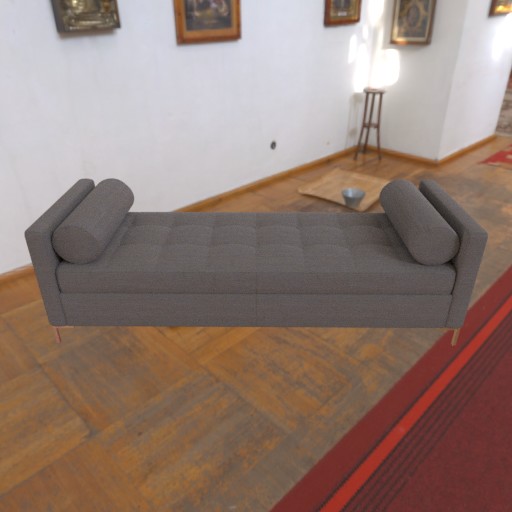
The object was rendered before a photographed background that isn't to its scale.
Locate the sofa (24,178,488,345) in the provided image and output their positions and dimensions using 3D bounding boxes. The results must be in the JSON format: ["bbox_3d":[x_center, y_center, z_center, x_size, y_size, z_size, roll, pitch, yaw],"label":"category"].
[{"bbox_3d":[0.000,0.000,2.317,1.981,0.635,0.686,0,29,0],"label":"sofa"}]
